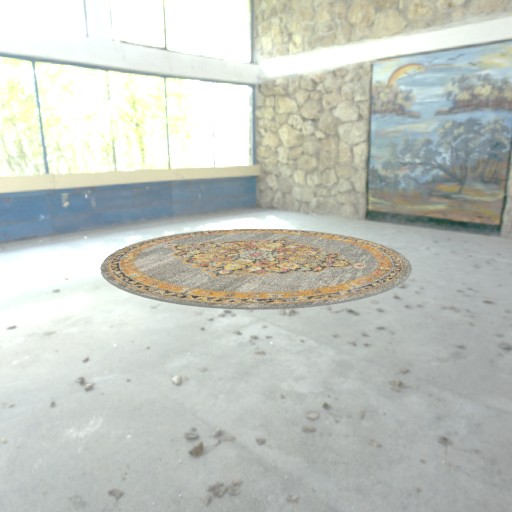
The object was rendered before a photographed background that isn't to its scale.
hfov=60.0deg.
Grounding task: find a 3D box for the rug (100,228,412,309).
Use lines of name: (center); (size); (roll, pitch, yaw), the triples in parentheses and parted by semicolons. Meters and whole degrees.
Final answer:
rug: (0.000, 0.000, 3.576); (2.382, 0.014, 2.382); (0, 14, 0)
